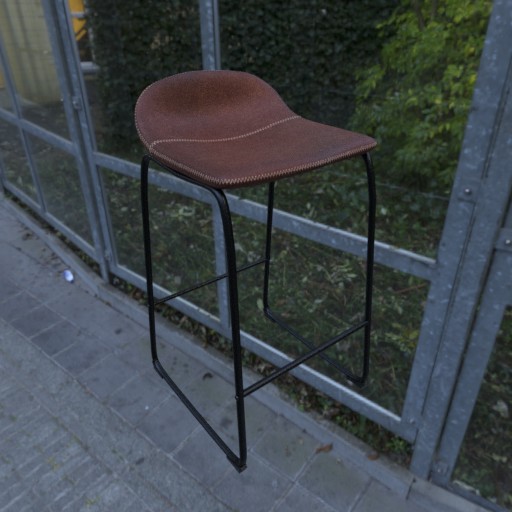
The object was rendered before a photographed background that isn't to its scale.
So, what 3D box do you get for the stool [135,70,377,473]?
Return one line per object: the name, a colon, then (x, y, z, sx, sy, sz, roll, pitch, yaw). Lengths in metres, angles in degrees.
stool: (0.000, 0.000, 1.124, 0.454, 0.830, 0.473, -21, 36, -32)
